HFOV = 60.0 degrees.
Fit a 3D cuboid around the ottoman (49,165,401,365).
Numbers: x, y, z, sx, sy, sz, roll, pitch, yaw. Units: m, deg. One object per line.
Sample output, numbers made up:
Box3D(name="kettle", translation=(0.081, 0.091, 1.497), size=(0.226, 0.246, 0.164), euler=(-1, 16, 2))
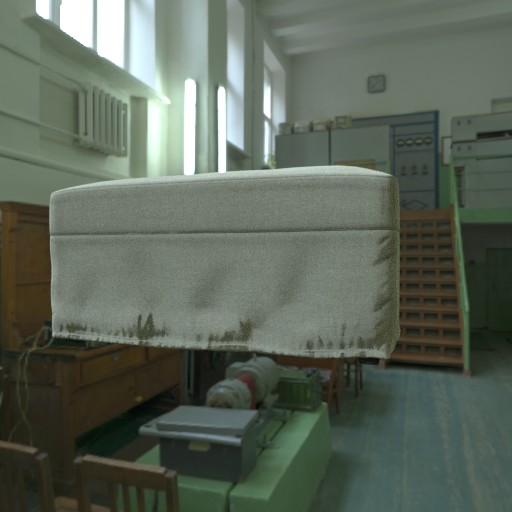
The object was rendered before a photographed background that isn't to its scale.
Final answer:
Box3D(name="ottoman", translation=(0.000, 0.000, 1.355), size=(0.840, 0.436, 0.843), euler=(0, 0, 18))
